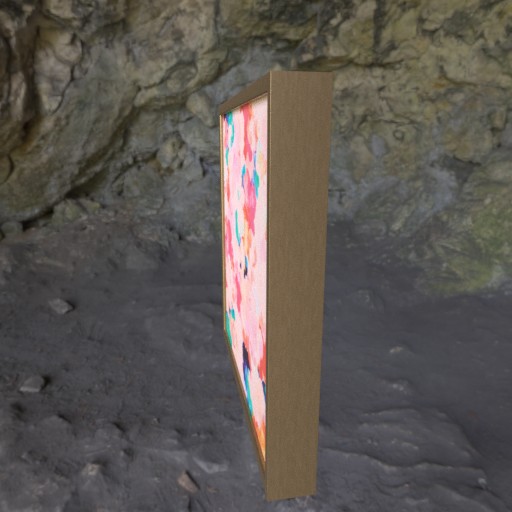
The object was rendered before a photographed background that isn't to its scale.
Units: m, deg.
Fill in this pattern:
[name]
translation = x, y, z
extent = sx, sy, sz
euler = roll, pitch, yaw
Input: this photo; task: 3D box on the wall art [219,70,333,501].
[wall art]
translation = 0.000, 0.000, 0.445
extent = 0.038, 0.305, 0.304
euler = -3, 15, -10
